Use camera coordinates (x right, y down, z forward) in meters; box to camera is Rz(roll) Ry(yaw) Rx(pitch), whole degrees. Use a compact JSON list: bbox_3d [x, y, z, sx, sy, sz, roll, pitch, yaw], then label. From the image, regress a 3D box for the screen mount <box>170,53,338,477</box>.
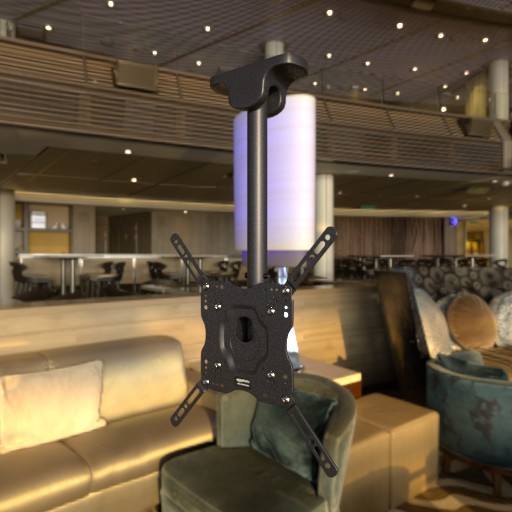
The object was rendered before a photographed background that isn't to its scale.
[{"bbox_3d":[0.000,0.000,0.874,0.393,0.729,0.090,0,0,36],"label":"screen mount"}]
